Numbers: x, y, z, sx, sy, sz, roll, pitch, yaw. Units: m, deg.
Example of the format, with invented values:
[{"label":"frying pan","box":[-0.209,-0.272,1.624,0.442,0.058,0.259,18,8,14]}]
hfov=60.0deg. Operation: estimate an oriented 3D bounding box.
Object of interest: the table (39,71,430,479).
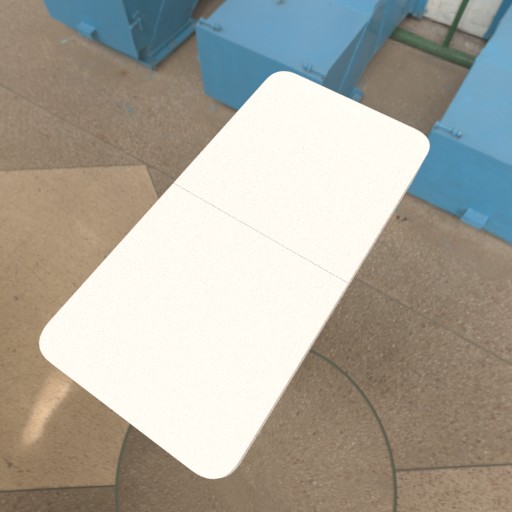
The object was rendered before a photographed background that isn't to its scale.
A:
[{"label":"table","box":[0.000,0.000,1.428,0.600,0.340,1.200,31,68,14]}]
